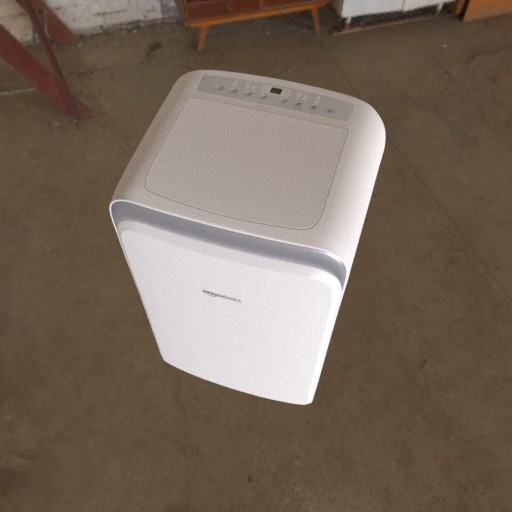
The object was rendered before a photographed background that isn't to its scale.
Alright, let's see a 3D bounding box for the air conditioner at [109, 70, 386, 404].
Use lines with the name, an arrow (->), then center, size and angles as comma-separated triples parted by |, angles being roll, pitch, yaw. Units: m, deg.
air conditioner -> 0.000, 0.000, 1.090 | 0.478, 0.765, 0.467 | 15, 57, 10
